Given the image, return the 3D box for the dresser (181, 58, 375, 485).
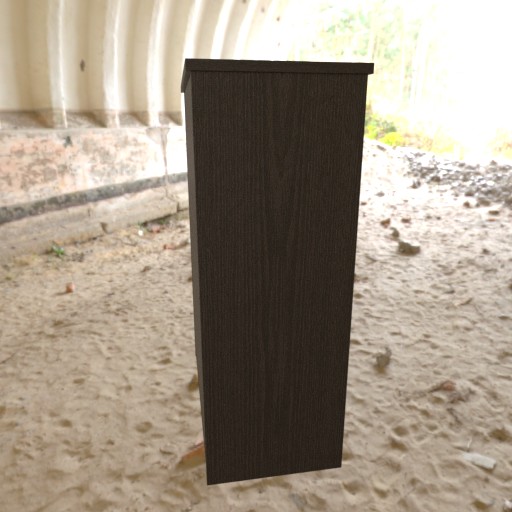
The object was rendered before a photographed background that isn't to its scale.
[{"bbox_3d":[0.000,0.000,1.359,0.399,1.020,0.704,-3,17,-9],"label":"dresser"}]
